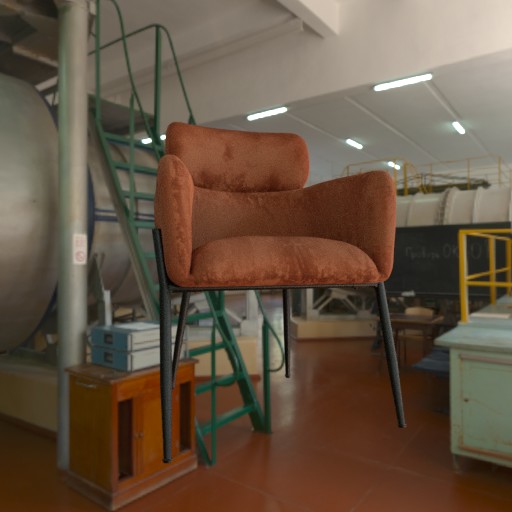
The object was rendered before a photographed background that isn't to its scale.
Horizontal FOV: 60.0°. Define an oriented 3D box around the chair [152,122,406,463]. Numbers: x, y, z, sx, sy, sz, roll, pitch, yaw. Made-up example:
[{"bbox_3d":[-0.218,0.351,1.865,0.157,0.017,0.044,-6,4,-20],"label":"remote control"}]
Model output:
[{"bbox_3d":[0.000,0.000,1.144,0.561,0.772,0.523,0,0,-19],"label":"chair"}]
